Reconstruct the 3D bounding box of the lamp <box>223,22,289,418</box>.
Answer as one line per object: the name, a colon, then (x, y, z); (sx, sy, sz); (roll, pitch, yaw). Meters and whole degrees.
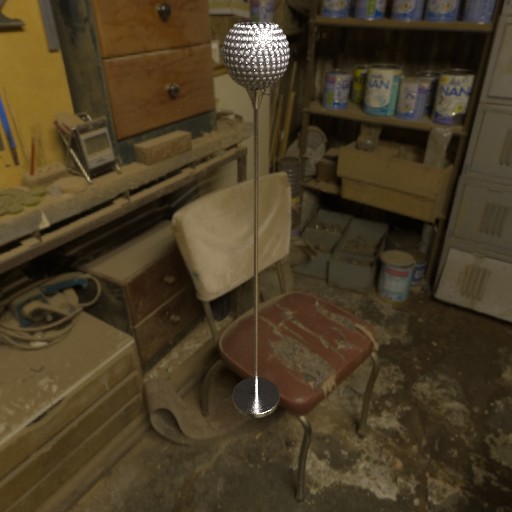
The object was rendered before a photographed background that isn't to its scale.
lamp: (0.000, 0.000, 1.937); (0.254, 1.805, 0.254); (0, 31, 0)
